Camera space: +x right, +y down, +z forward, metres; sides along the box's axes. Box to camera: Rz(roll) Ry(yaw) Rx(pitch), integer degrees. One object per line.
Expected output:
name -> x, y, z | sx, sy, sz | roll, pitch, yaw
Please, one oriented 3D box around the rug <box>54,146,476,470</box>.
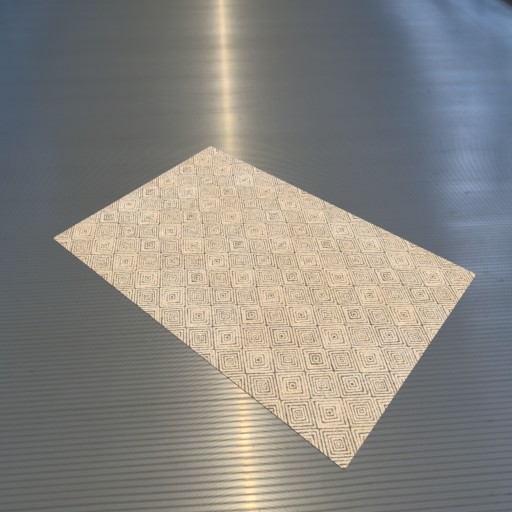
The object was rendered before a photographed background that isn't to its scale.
rug -> 0.000, 0.000, 2.226 | 1.783, 0.008, 1.175 | 31, 53, 27
